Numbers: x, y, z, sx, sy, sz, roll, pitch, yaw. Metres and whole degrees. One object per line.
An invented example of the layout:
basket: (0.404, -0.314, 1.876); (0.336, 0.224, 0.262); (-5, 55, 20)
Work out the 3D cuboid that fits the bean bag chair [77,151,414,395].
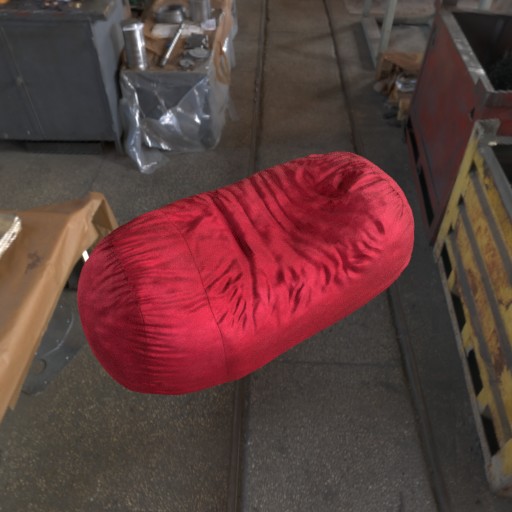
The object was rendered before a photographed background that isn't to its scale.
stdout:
bean bag chair: (0.000, 0.000, 2.924); (2.293, 0.867, 1.216); (-24, 51, -21)
